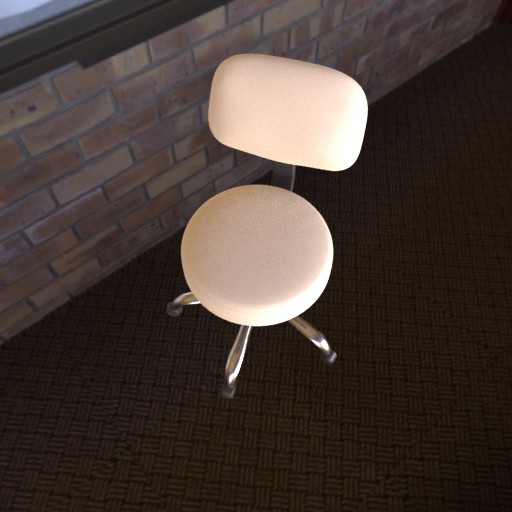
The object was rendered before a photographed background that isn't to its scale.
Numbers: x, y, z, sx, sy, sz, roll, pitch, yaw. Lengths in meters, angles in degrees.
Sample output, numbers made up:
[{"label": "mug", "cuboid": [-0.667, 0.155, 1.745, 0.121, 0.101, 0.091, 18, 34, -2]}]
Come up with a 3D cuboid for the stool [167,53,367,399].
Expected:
[{"label": "stool", "cuboid": [0.000, 0.000, 1.223, 0.609, 0.810, 0.616, 16, 60, 9]}]
